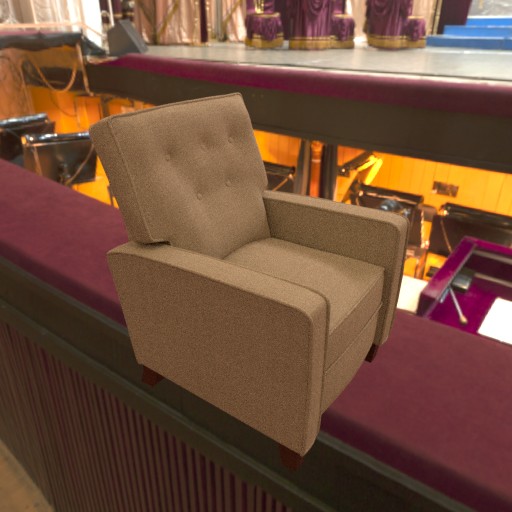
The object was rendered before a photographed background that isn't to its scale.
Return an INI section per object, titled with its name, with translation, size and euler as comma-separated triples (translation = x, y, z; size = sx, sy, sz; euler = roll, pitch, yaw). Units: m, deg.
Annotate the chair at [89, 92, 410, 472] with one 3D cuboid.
[chair]
translation = 0.000, 0.000, 1.392
size = 0.754, 0.888, 0.648
euler = 18, 33, 31
